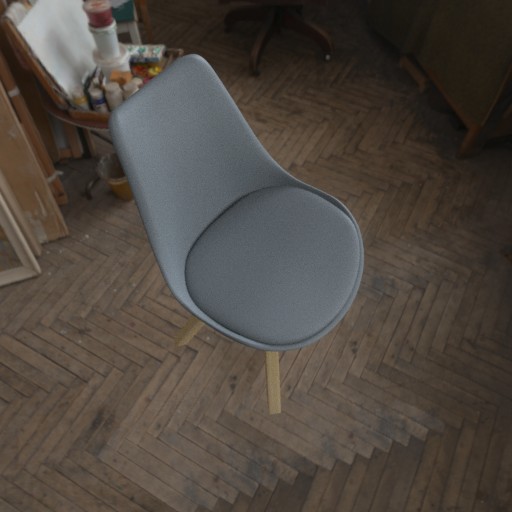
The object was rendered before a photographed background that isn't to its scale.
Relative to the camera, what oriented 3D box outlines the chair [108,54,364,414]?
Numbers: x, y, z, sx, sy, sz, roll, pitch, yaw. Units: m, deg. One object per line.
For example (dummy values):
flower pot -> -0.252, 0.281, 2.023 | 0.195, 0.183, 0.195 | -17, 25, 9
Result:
chair -> 0.000, 0.000, 1.167 | 0.549, 0.850, 0.485 | 31, 63, 17
